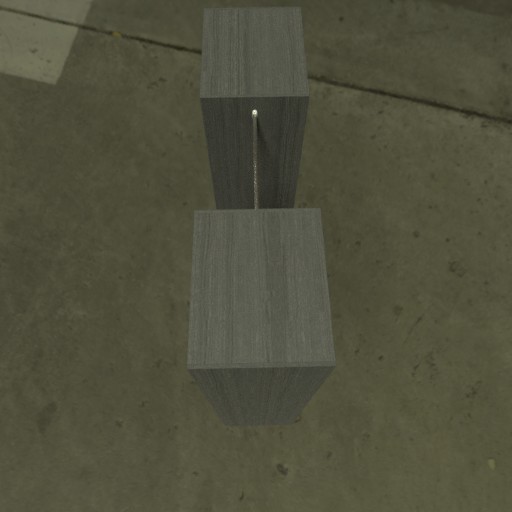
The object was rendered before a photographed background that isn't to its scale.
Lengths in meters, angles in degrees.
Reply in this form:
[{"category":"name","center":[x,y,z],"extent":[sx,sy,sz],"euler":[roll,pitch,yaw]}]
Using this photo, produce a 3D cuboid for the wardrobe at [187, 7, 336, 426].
[{"category":"wardrobe","center":[0.000,0.000,2.711],"extent":[0.480,2.000,1.770],"euler":[-1,64,-1]}]
